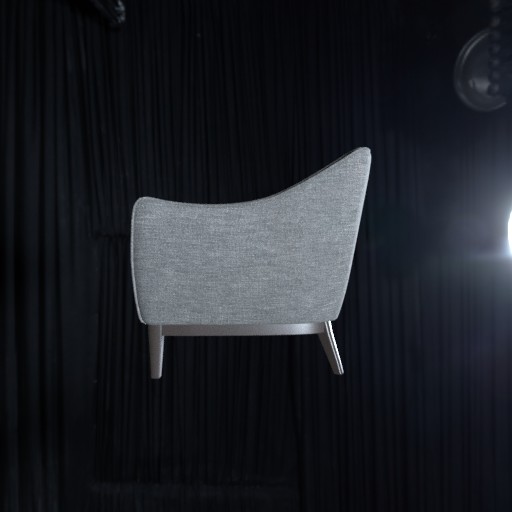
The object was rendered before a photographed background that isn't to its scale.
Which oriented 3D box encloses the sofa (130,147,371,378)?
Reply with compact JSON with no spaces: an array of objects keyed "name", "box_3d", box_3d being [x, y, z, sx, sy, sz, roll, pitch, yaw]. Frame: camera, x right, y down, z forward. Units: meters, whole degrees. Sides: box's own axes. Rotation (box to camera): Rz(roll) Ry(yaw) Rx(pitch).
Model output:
[{"name":"sofa","box_3d":[0.000,0.000,2.434,0.867,0.829,1.928,0,1,0]}]
